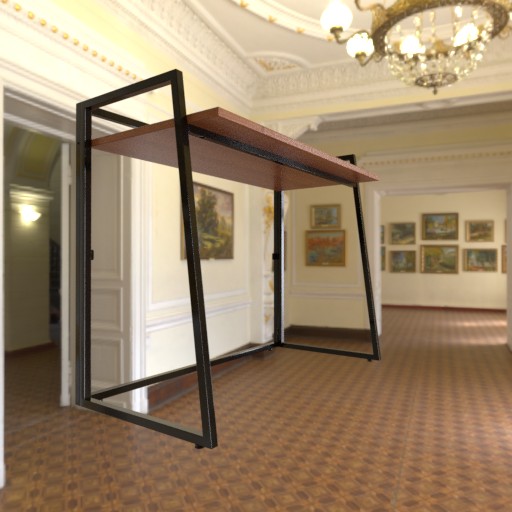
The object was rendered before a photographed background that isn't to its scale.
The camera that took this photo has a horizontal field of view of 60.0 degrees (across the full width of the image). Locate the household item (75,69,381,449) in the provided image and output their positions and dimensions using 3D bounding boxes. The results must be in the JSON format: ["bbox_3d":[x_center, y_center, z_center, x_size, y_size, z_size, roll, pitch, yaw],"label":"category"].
[{"bbox_3d":[0.000,0.000,1.531,0.510,0.860,1.050,0,0,35],"label":"household item"}]
